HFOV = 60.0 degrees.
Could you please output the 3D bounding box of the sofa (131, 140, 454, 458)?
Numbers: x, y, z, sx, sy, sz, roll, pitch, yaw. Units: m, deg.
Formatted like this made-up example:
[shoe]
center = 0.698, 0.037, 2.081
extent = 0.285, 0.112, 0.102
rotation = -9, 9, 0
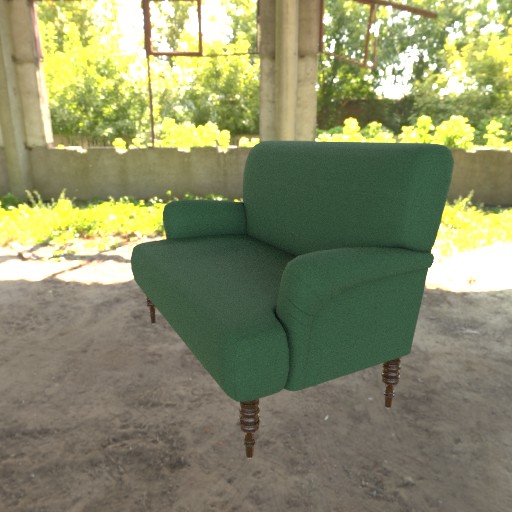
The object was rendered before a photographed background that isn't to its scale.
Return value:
[sofa]
center = 0.000, 0.000, 1.783
extent = 0.779, 0.889, 1.297
rotation = -8, 17, -26
